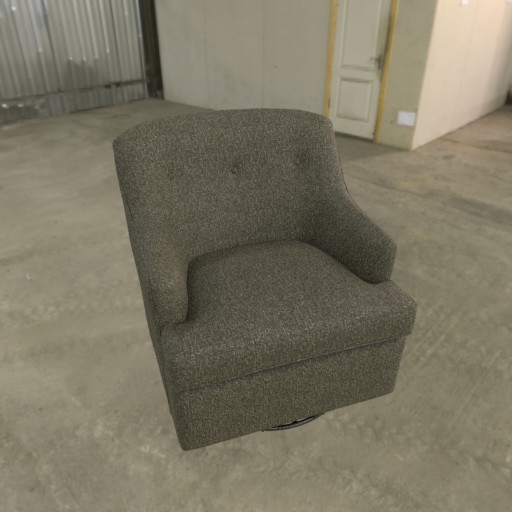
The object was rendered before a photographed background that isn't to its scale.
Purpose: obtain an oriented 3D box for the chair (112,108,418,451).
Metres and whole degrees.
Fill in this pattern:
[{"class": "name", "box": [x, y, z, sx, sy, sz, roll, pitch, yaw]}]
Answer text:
[{"class": "chair", "box": [0.000, 0.000, 1.613, 0.864, 0.856, 0.923, -10, 32, -16]}]
